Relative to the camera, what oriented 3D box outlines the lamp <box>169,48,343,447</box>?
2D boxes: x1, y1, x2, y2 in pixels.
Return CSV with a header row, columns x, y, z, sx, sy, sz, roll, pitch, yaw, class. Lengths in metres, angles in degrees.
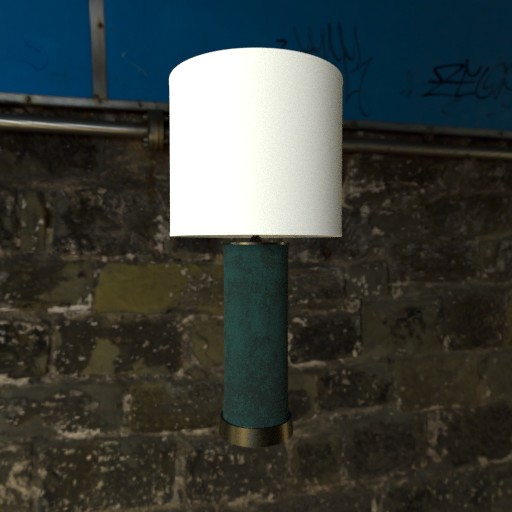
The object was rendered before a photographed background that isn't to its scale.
x,y,z,sx,sy,sz,roll,pitch,yaw,class
0.000,0.000,0.790,0.301,0.630,0.301,0,2,0,lamp
